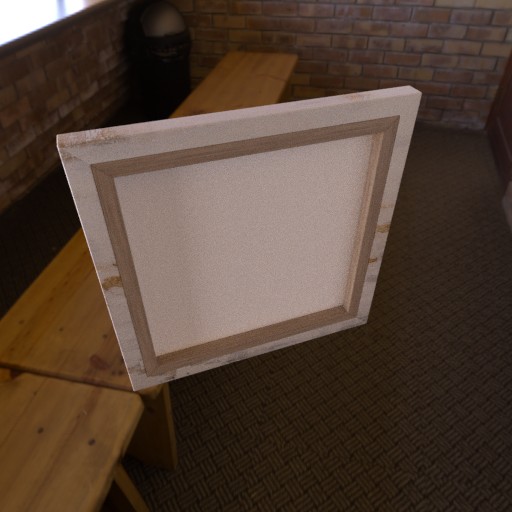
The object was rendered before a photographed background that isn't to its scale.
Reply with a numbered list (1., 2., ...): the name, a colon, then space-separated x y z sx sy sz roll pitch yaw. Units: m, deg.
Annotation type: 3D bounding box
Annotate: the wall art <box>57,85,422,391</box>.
1. wall art: 0.000 0.000 0.916 0.611 0.613 0.040 -13 42 -15
